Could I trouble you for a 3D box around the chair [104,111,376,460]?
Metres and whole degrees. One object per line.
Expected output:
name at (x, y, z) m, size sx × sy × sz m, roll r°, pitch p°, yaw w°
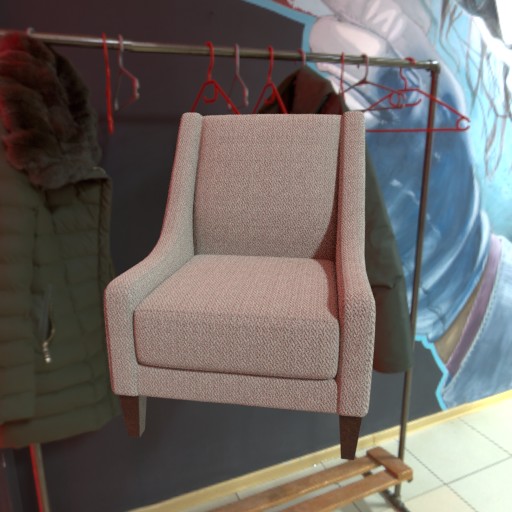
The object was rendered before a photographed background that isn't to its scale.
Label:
chair at (0.000, 0.000, 1.579) m, size 0.774 × 1.014 × 0.870 m, roll 2°, pitch 15°, yaw 9°
